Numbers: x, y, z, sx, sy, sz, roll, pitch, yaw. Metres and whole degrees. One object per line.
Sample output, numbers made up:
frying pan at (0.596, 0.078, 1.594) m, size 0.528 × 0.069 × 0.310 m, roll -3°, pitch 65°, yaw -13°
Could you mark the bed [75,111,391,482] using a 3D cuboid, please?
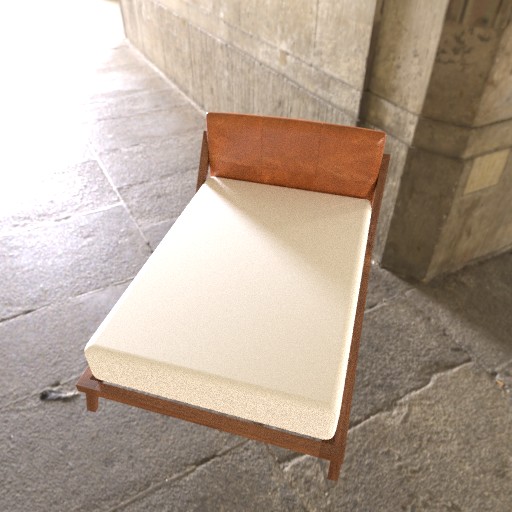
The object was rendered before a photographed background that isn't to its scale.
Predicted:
bed at (0.000, 0.000, 3.214) m, size 1.651 × 1.168 × 2.311 m, roll 11°, pitch 41°, yaw 12°
